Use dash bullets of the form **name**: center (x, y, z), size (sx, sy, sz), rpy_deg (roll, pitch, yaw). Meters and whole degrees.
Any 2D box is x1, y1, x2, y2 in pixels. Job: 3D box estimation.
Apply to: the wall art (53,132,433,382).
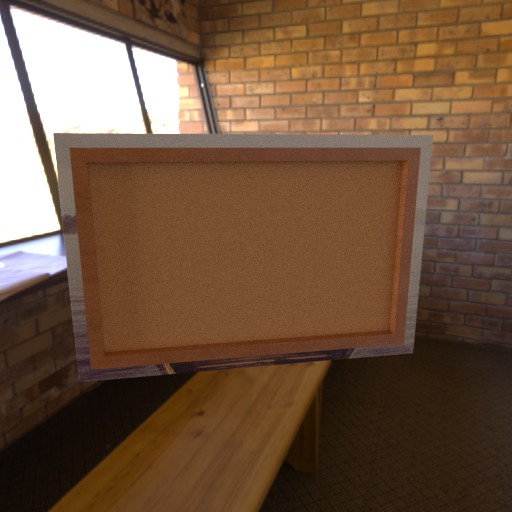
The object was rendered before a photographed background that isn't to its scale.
- **wall art**: center (0.000, 0.000, 1.145), size (0.916, 0.609, 0.037), rpy_deg (-2, 14, -10)
